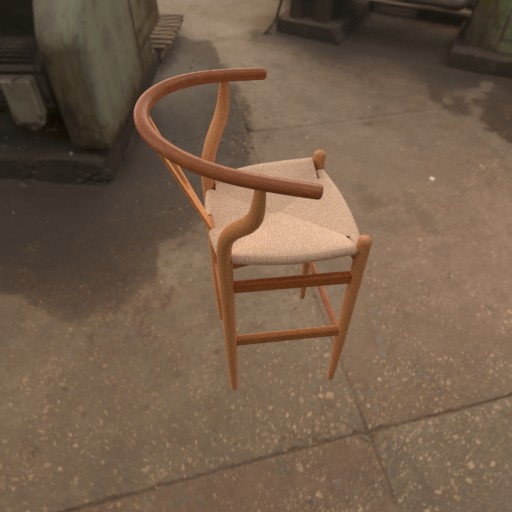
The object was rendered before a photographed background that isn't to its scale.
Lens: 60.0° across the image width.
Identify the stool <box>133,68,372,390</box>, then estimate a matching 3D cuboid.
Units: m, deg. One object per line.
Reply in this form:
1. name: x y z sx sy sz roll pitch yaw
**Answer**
1. stool: 0.000 0.000 1.413 0.561 1.068 0.574 -8 48 -8
